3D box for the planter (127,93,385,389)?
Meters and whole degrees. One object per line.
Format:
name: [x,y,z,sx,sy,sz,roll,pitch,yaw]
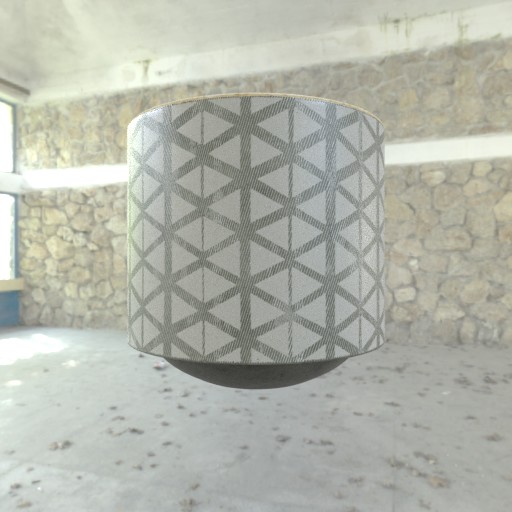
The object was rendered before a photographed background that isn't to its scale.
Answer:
planter: [0.000,0.000,0.448,0.250,0.239,0.250,0,0,0]
